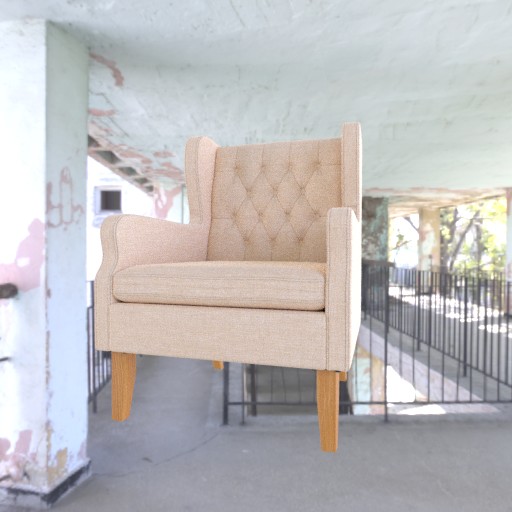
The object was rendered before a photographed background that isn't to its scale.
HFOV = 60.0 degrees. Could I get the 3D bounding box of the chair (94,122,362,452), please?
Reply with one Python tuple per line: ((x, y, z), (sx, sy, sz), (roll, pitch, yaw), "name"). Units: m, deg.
((0.000, 0.000, 1.485), (0.710, 0.930, 0.760), (0, 1, 19), "chair")
